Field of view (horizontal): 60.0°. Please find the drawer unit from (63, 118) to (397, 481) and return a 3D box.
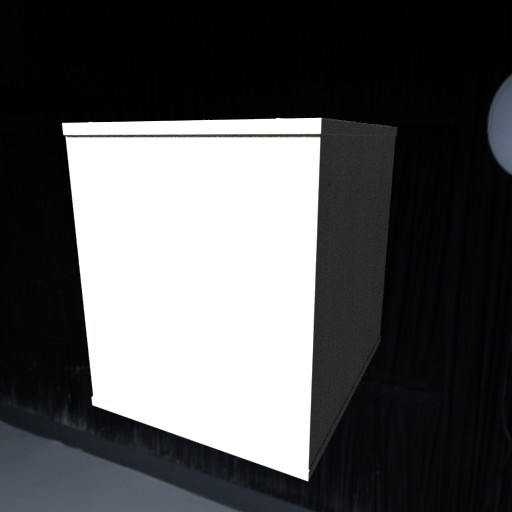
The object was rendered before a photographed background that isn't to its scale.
[{"bbox_3d":[0.000,0.000,0.608,0.290,0.344,0.349,7,17,26],"label":"drawer unit"}]
